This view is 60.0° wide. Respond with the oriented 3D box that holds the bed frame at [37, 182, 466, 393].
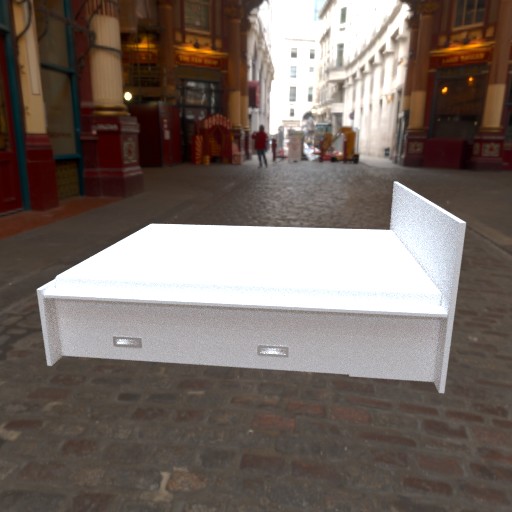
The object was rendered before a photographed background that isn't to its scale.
[{"bbox_3d":[0.000,0.000,2.832,1.960,0.800,1.622,2,16,7],"label":"bed frame"}]
